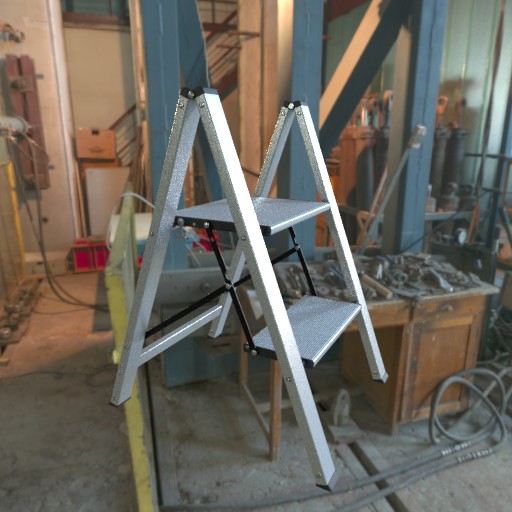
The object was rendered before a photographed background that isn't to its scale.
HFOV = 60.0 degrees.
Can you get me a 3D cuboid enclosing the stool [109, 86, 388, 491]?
[{"bbox_3d":[0.000,0.000,0.983,0.535,0.670,0.440,8,18,28],"label":"stool"}]
